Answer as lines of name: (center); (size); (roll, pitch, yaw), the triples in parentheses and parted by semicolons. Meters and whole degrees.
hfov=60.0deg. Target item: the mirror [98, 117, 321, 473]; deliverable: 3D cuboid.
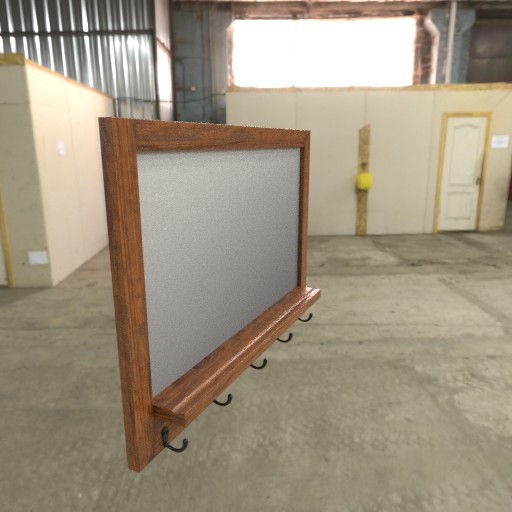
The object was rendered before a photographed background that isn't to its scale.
mirror: (0.000, 0.000, 0.952); (0.084, 0.537, 0.758); (7, 16, 25)
